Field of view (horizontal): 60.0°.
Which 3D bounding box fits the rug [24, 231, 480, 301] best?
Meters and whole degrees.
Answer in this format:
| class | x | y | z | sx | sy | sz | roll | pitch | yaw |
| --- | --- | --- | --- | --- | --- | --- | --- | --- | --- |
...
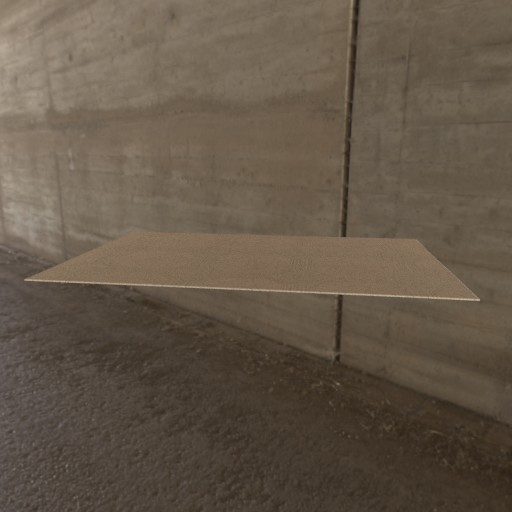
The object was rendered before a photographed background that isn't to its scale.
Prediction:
| class | x | y | z | sx | sy | sz | roll | pitch | yaw |
| --- | --- | --- | --- | --- | --- | --- | --- | --- | --- |
| rug | 0.000 | 0.000 | 3.075 | 2.440 | 0.008 | 1.524 | 2 | 14 | 8 |
